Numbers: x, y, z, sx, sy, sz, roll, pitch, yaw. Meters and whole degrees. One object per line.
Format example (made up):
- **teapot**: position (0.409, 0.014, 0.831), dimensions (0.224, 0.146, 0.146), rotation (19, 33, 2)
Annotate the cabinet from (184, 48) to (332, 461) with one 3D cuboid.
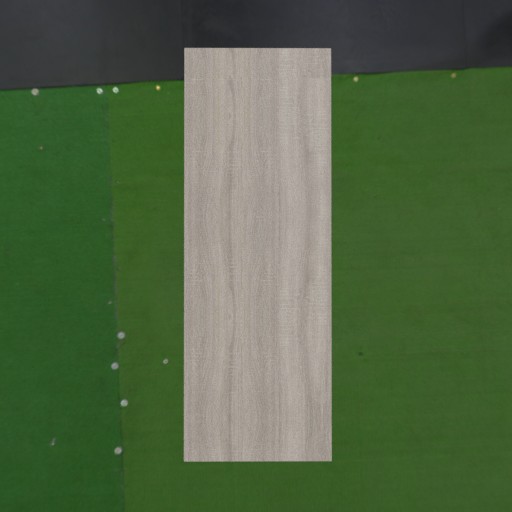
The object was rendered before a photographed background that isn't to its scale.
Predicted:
- **cabinet**: position (0.000, 0.000, 1.883), dimensions (0.398, 1.388, 1.111), rotation (0, 89, 0)
